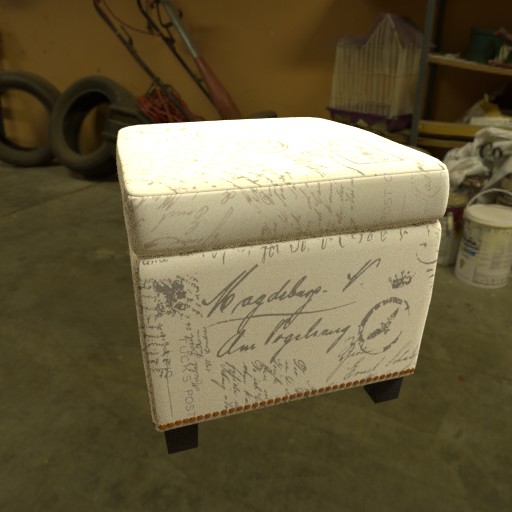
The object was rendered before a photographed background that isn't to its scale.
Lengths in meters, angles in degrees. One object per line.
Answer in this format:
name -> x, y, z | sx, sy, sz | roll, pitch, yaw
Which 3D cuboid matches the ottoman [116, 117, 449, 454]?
ottoman -> 0.000, 0.000, 0.823 | 0.450, 0.457, 0.449 | -8, 27, -15
